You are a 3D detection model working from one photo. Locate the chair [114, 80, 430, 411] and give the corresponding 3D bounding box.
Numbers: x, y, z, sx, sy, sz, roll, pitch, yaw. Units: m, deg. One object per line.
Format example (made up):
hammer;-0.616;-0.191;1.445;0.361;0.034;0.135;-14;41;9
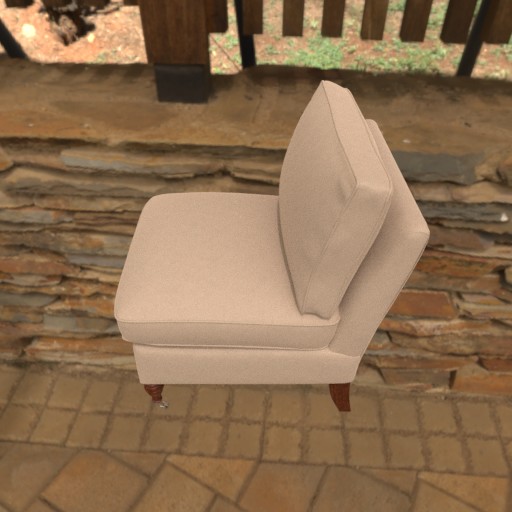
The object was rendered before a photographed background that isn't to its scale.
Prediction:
chair;0.000;0.000;1.642;0.912;1.052;0.724;0;41;0
